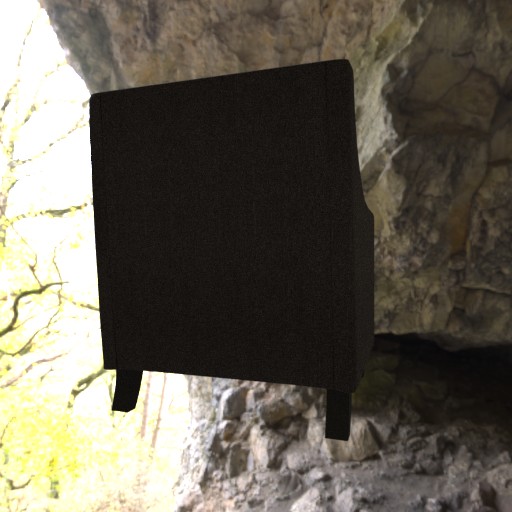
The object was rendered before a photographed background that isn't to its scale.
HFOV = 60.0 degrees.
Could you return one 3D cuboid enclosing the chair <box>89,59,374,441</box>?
[{"bbox_3d":[0.000,0.000,1.586,0.776,0.967,0.884,0,0,18],"label":"chair"}]
